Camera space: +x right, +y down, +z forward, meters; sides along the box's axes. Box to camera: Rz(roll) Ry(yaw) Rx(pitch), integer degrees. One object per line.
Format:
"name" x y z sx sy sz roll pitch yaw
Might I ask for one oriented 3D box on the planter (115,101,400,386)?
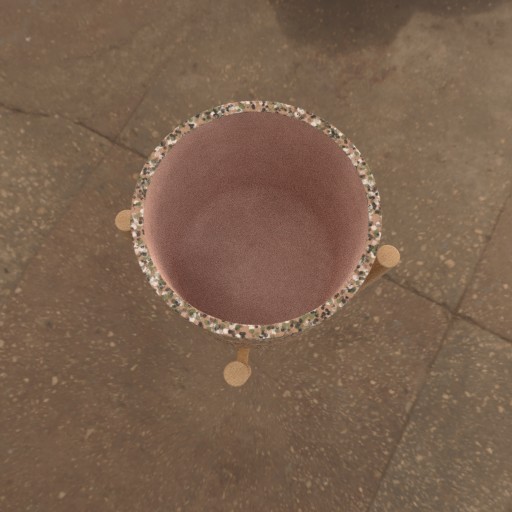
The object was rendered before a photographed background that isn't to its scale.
"planter" 0.000 0.000 0.547 0.284 0.320 0.284 30 78 7
